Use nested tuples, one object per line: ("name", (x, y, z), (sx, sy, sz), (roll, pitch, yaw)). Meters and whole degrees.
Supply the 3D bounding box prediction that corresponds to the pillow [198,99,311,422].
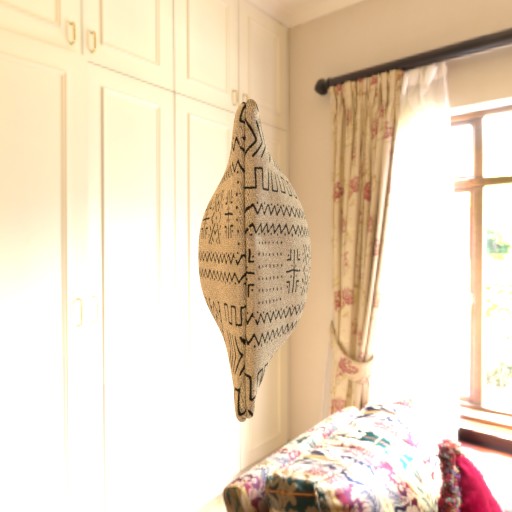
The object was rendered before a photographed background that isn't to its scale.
("pillow", (0.000, 0.000, 0.789), (0.188, 0.352, 0.637), (0, 1, 0))
